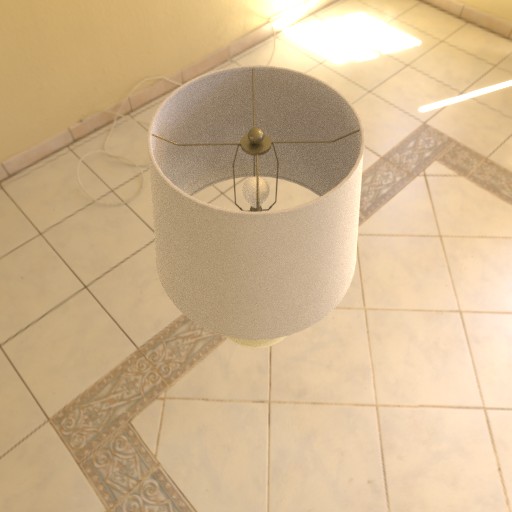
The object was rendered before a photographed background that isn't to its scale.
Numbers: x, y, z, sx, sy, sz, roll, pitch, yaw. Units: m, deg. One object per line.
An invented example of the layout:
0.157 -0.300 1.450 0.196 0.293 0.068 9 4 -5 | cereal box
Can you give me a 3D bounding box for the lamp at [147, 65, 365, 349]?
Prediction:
0.000 0.000 0.551 0.239 0.399 0.239 0 57 0 | lamp
